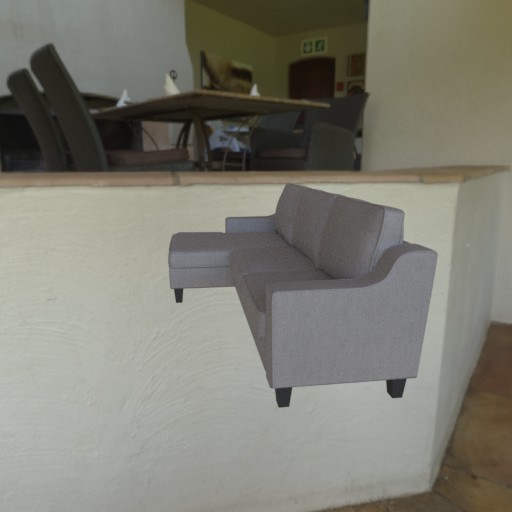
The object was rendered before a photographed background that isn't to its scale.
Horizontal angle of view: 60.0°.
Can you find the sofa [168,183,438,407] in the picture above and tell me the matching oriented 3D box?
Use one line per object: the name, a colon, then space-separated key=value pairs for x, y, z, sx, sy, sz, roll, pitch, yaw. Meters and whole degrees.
sofa: x=0.000 y=0.000 z=3.190 sx=1.294 sy=0.928 sz=2.561 roll=-2 pitch=12 yaw=-8
